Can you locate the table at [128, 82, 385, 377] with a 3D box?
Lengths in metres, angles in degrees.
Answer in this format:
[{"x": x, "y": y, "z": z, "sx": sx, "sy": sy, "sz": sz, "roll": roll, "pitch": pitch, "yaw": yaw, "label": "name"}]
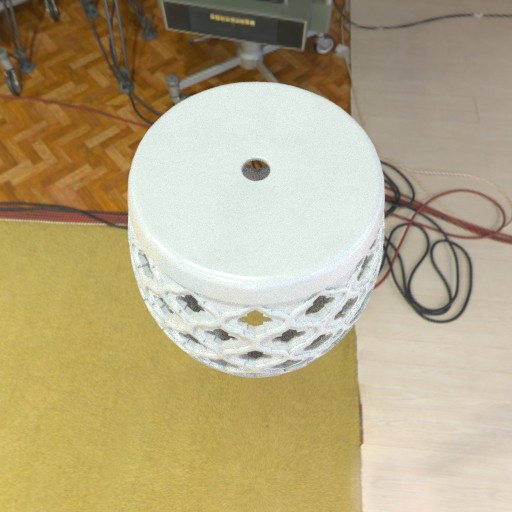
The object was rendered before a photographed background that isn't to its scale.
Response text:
[{"x": 0.000, "y": 0.000, "z": 0.622, "sx": 0.325, "sy": 0.388, "sz": 0.325, "roll": 0, "pitch": 63, "yaw": 0, "label": "table"}]
